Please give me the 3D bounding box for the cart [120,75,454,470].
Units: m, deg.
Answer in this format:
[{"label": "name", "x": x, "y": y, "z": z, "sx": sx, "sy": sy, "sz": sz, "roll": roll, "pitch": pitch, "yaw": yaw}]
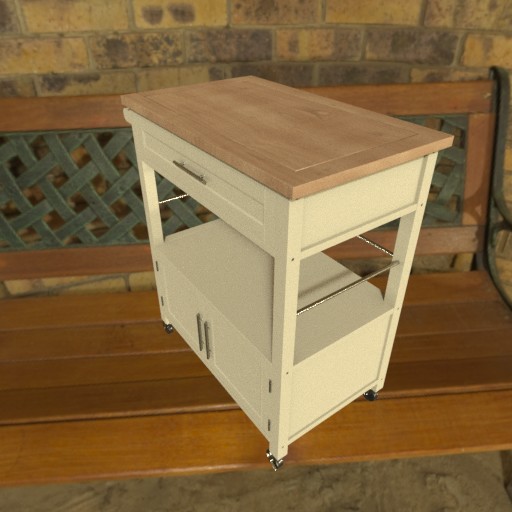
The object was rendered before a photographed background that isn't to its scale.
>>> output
[{"label": "cart", "x": 0.000, "y": 0.000, "z": 1.385, "sx": 0.459, "sy": 0.901, "sz": 0.840, "roll": -22, "pitch": 39, "yaw": -29}]
